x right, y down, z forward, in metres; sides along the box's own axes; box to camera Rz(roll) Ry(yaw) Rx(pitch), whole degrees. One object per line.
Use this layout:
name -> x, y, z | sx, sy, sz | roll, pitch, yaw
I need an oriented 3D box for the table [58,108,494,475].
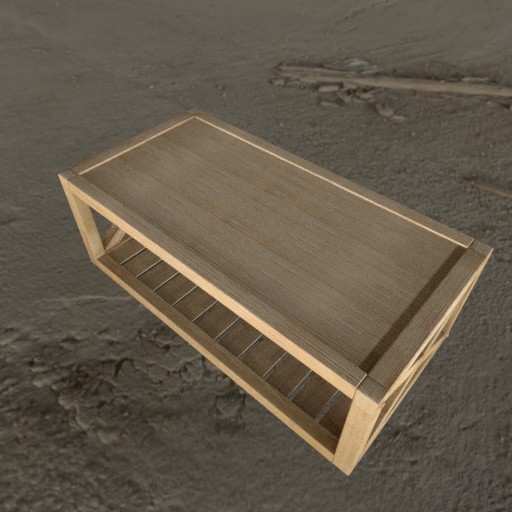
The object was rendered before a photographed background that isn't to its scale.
table -> 0.000, 0.000, 1.611 | 1.321, 0.457, 0.660 | 32, 54, 28
